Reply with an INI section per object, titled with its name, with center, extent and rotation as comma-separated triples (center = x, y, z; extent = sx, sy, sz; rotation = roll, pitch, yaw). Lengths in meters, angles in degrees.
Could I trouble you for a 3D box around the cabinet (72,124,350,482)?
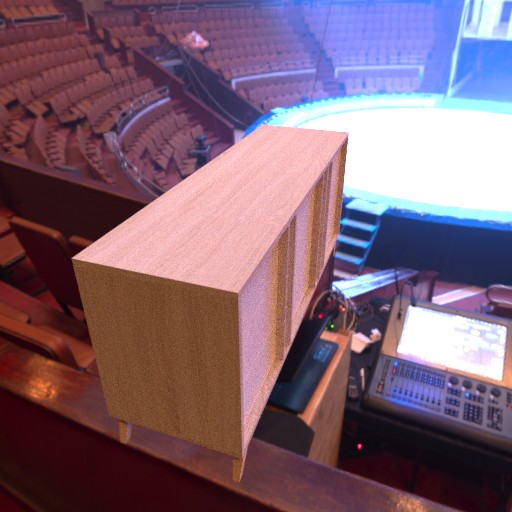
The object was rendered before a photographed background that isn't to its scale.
[cabinet]
center = 0.000, 0.000, 2.029
extent = 0.500, 0.780, 1.649
rotation = 10, 31, 17
